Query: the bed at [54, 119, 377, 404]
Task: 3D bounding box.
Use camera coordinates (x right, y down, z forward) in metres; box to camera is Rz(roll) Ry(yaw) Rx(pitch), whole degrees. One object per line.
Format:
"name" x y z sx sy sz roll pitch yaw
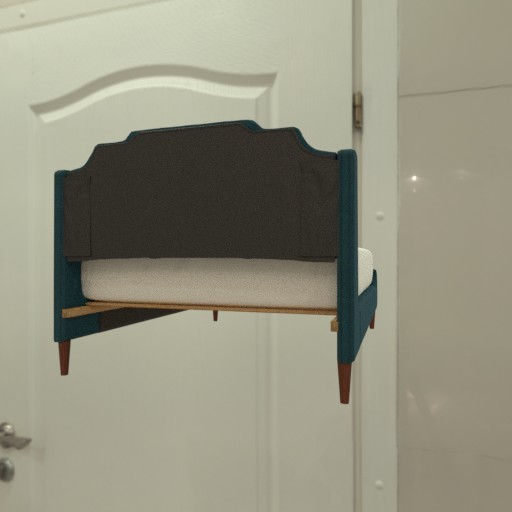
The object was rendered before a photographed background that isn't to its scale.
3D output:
"bed" 0.000 0.000 3.344 1.676 1.351 2.322 0 0 18
